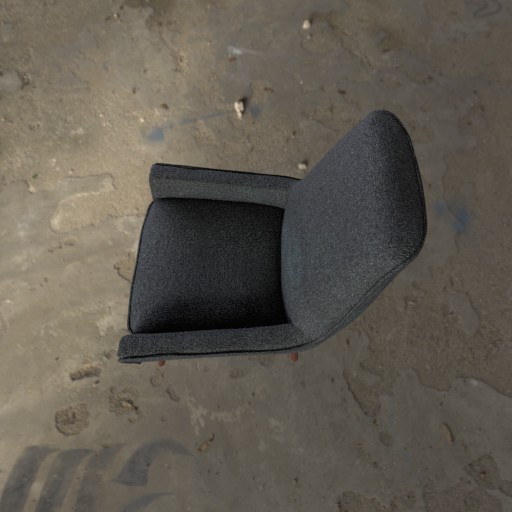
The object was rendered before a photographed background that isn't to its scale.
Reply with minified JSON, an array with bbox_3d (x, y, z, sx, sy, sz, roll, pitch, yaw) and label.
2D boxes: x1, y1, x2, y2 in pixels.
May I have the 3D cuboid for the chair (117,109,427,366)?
[{"bbox_3d":[0.000,0.000,1.515,0.859,0.883,0.763,1,61,1],"label":"chair"}]
